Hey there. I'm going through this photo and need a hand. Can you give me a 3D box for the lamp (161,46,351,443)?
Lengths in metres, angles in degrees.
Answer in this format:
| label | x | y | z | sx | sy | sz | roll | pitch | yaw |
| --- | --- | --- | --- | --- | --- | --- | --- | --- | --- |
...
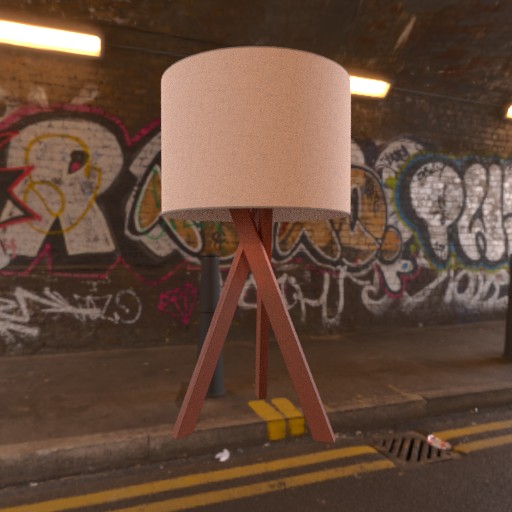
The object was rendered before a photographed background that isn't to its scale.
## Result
| label | x | y | z | sx | sy | sz | roll | pitch | yaw |
| --- | --- | --- | --- | --- | --- | --- | --- | --- | --- |
| lamp | 0.000 | 0.000 | 0.912 | 0.380 | 0.686 | 0.380 | 0 | 1 | 19 |
